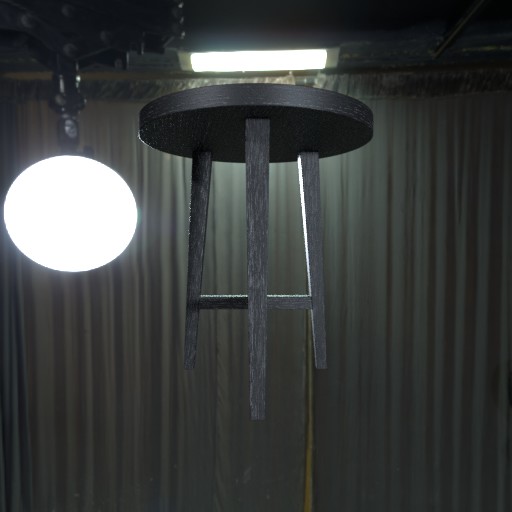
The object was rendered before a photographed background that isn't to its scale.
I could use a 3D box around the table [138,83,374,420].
[{"bbox_3d":[0.000,0.000,0.782,0.399,0.460,0.399,0,1,0],"label":"table"}]
